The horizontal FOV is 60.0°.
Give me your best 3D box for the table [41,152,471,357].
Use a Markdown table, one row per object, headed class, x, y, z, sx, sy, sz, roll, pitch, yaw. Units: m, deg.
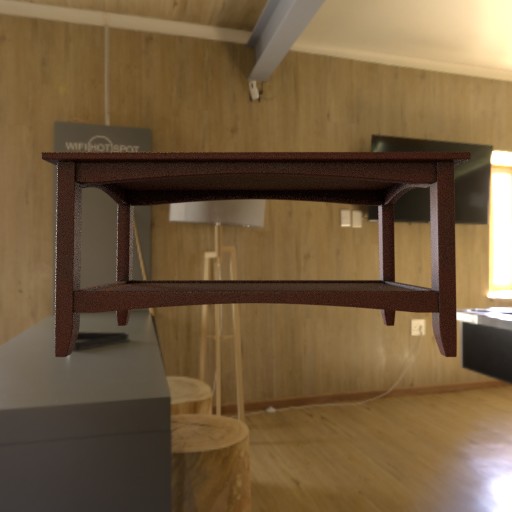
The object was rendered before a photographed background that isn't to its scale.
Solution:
| class | x | y | z | sx | sy | sz | roll | pitch | yaw |
| --- | --- | --- | --- | --- | --- | --- | --- | --- | --- |
| table | 0.000 | 0.000 | 1.236 | 0.943 | 0.456 | 0.533 | 0 | 0 | 0 |
